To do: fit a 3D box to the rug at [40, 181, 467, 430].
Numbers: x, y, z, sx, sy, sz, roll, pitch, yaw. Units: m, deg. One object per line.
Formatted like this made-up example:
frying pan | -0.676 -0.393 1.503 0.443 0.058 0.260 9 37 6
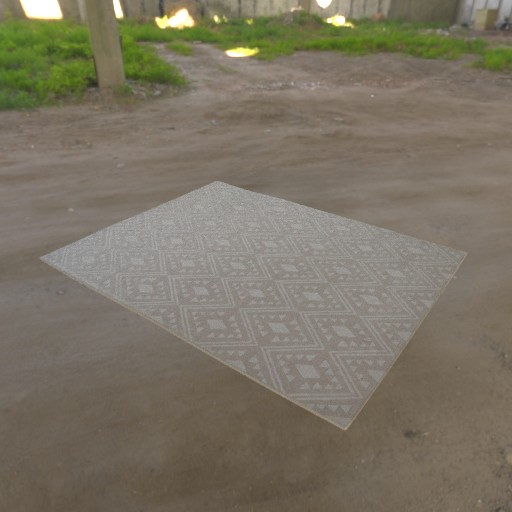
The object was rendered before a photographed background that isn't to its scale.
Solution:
rug | 0.000 0.000 3.976 3.011 0.054 2.399 21 36 31
